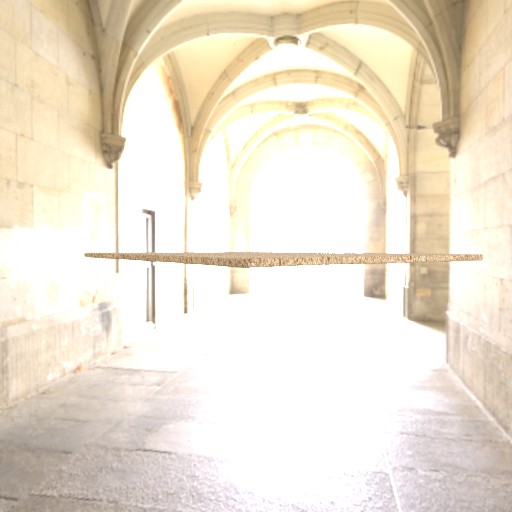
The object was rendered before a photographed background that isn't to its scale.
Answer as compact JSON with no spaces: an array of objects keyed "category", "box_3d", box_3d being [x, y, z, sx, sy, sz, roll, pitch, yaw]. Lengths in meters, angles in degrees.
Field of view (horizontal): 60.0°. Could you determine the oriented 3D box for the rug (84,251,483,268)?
[{"category":"rug","box_3d":[0.000,0.000,2.135,1.199,0.025,1.600,-1,1,-35]}]
